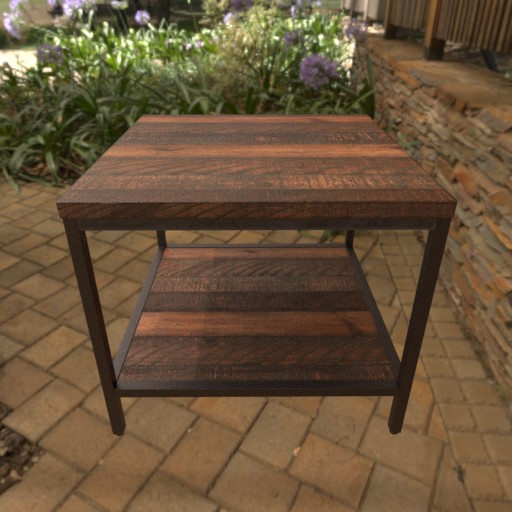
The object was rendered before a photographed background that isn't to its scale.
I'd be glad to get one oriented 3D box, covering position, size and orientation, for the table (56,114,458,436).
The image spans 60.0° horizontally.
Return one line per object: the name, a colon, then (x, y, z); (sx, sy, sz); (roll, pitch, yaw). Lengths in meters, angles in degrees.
table: (0.000, 0.000, 0.961); (0.548, 0.482, 0.553); (0, 29, 0)
